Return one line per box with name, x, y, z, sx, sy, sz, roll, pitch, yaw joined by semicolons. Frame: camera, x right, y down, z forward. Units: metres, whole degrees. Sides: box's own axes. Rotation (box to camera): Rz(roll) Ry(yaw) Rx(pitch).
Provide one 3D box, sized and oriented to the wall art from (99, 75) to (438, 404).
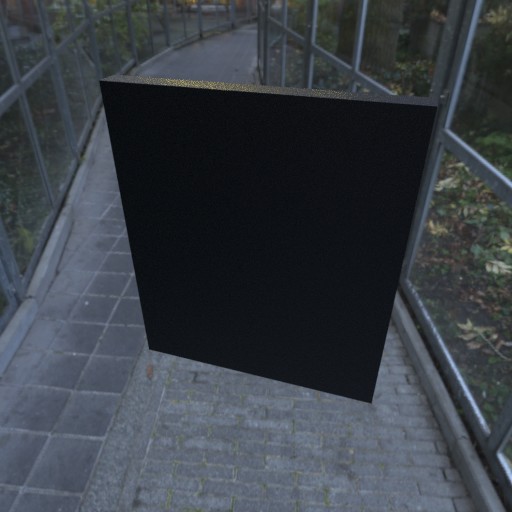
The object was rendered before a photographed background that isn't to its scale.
wall art;0.000;0.000;0.525;0.325;0.380;0.028;10;35;14
